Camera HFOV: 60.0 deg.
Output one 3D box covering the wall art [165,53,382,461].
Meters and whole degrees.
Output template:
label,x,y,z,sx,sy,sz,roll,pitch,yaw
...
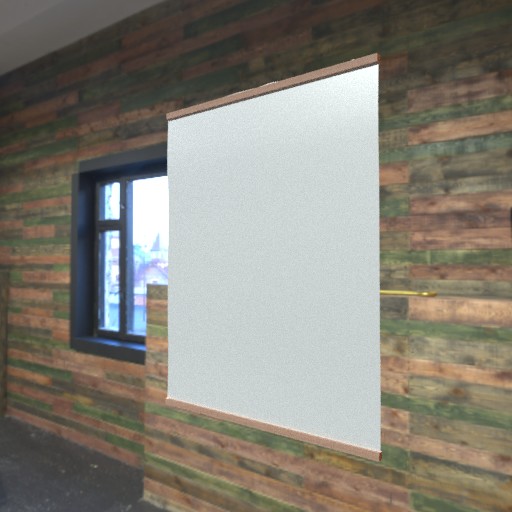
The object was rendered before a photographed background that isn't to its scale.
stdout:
label,x,y,z,sx,sy,sz,roll,pitch,yaw
wall art,0.000,0.000,1.321,0.758,1.013,0.020,-1,-1,36
